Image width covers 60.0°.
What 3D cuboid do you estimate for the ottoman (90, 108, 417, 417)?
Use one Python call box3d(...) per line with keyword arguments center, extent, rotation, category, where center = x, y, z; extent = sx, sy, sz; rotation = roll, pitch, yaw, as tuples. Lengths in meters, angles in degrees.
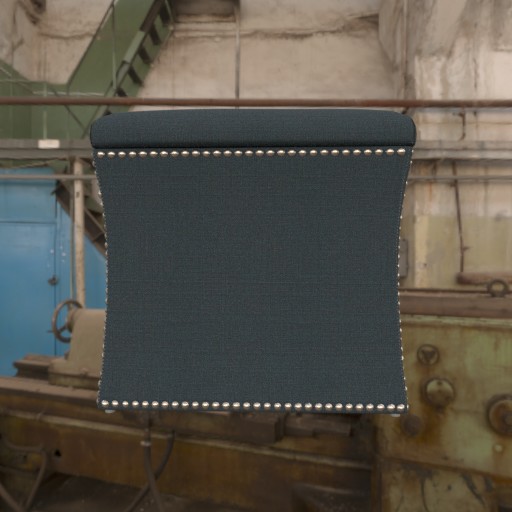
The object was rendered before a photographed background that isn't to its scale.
box3d(center=(0.000, 0.000, 0.886), extent=(0.497, 0.475, 0.507), rotation=(0, 1, 2), category="ottoman")
